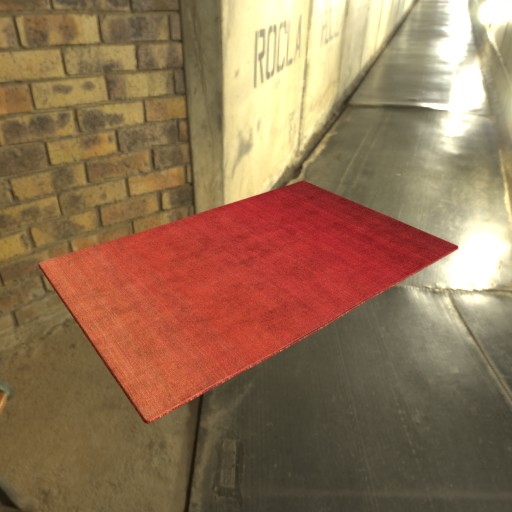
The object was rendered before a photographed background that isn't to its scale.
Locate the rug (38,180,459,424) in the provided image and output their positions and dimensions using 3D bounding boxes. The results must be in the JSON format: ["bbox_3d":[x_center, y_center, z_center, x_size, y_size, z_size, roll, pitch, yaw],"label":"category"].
[{"bbox_3d":[0.000,0.000,2.302,1.835,0.018,1.230,-22,37,-32],"label":"rug"}]
